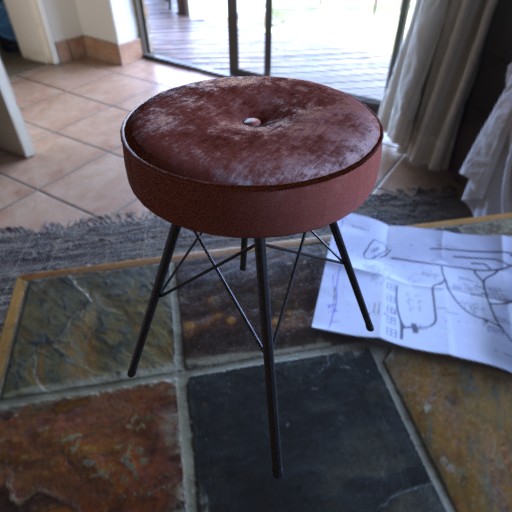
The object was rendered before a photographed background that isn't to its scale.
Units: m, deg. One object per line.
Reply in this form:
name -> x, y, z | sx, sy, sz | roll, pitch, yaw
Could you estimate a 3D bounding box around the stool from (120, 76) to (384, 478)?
stool -> 0.000, 0.000, 0.880 | 0.421, 0.593, 0.457 | 24, 46, 26
